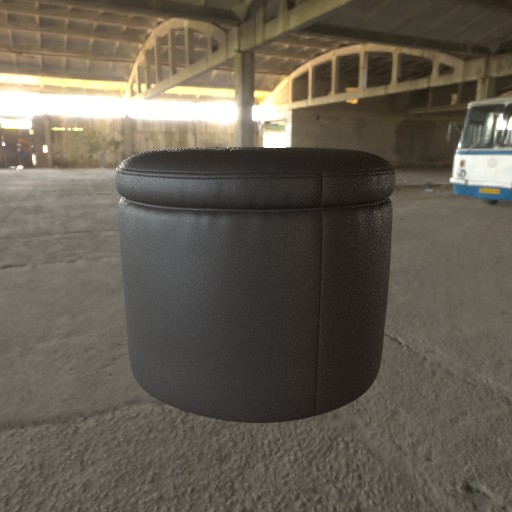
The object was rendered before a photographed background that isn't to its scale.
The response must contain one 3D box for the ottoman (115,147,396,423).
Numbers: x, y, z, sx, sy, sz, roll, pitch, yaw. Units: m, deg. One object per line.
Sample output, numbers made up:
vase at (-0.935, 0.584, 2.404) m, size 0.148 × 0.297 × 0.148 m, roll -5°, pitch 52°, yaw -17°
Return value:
ottoman at (0.000, 0.000, 0.859) m, size 0.500 × 0.409 × 0.500 m, roll 0°, pitch 14°, yaw 0°
